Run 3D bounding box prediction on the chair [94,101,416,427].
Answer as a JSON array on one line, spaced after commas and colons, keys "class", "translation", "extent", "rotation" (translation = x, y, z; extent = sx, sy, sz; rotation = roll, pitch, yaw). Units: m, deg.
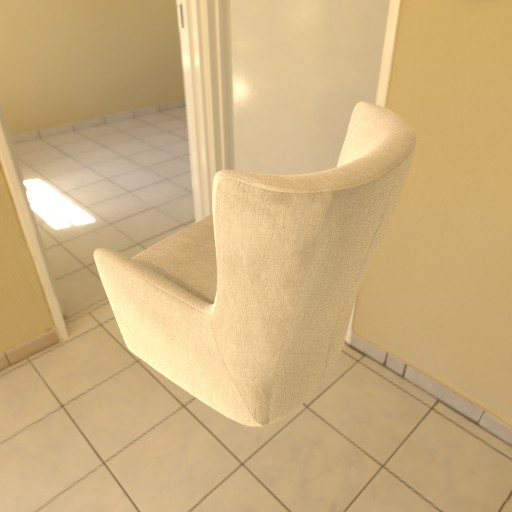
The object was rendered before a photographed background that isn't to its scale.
[{"class": "chair", "translation": [0.000, 0.000, 1.613], "extent": [0.904, 1.000, 0.779], "rotation": [22, 39, 30]}]
